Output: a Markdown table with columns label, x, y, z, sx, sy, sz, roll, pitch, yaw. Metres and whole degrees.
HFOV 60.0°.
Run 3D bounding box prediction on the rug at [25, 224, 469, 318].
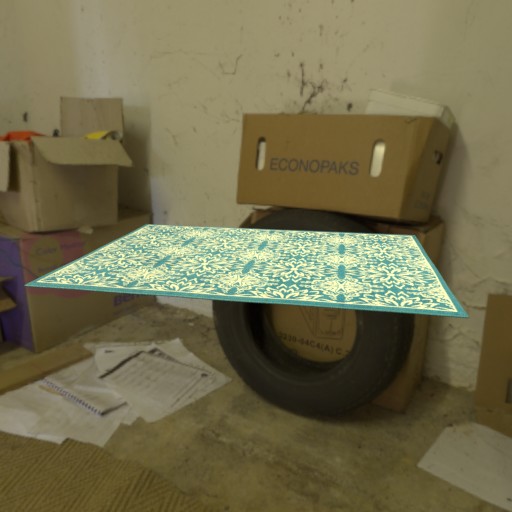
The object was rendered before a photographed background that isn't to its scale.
| label | x | y | z | sx | sy | sz | roll | pitch | yaw |
| --- | --- | --- | --- | --- | --- | --- | --- | --- | --- |
| rug | 0.000 | 0.000 | 2.882 | 2.205 | 0.012 | 1.554 | 3 | 17 | 10 |
